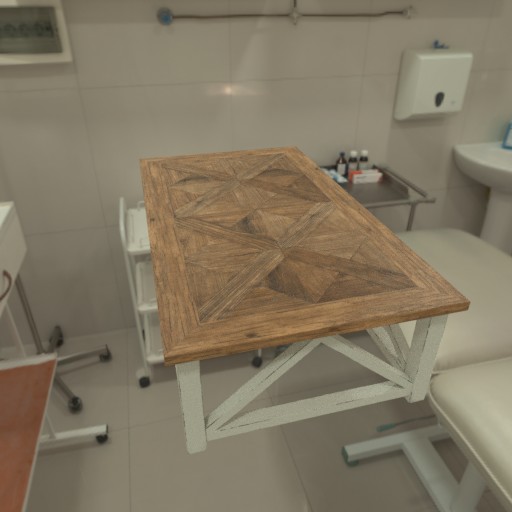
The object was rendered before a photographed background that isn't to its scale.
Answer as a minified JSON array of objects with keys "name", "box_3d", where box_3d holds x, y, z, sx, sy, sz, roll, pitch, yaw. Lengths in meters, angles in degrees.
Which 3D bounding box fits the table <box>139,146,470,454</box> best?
[{"name":"table","box_3d":[0.000,0.000,1.765,0.800,0.410,1.400,-8,32,-13]}]
